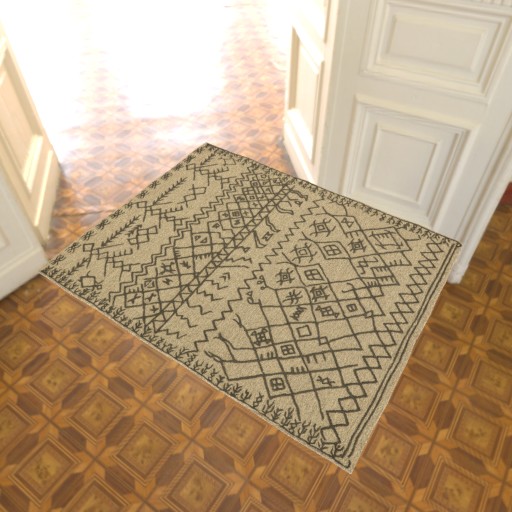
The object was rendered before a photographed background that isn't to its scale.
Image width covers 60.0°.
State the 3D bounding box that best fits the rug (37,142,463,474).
[{"bbox_3d":[0.000,0.000,3.225,2.455,0.025,1.964,26,52,22],"label":"rug"}]
